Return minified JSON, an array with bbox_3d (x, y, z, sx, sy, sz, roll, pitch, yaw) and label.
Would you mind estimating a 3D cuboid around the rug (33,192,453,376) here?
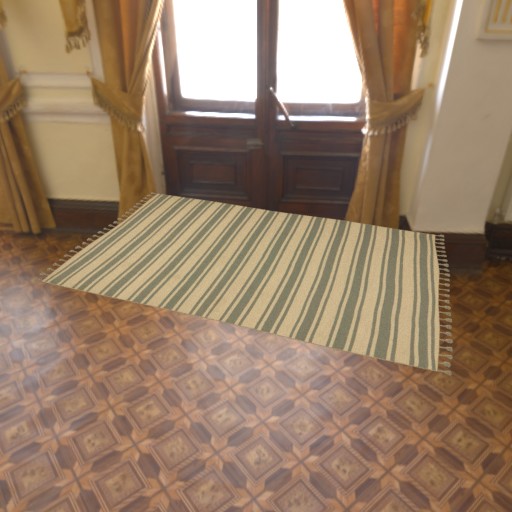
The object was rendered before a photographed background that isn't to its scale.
[{"bbox_3d":[0.000,0.000,2.531,2.084,0.009,1.222,10,33,16],"label":"rug"}]
